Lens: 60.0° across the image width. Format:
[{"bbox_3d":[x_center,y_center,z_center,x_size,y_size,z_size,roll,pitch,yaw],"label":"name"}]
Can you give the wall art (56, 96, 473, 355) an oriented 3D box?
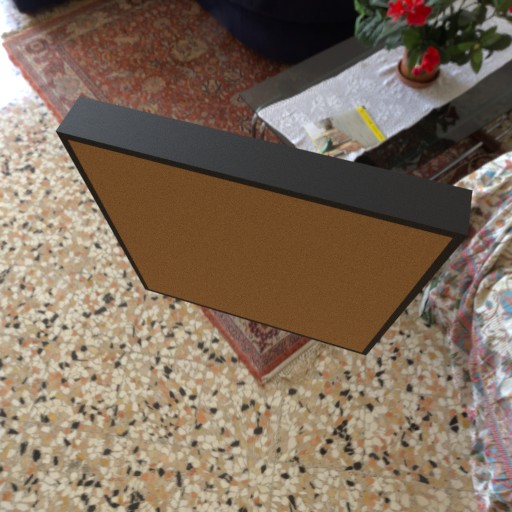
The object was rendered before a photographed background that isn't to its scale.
[{"bbox_3d":[0.000,0.000,0.456,0.304,0.304,0.038,16,64,8],"label":"wall art"}]
